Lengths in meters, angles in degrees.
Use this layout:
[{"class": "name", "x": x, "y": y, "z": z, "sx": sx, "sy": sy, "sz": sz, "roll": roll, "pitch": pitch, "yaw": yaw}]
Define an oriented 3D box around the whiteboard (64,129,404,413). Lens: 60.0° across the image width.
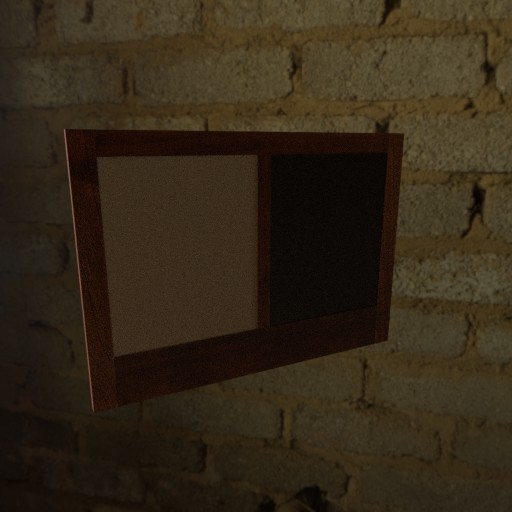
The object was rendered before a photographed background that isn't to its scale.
[{"class": "whiteboard", "x": 0.000, "y": 0.000, "z": 1.026, "sx": 0.768, "sy": 0.553, "sz": 0.083, "roll": -7, "pitch": 16, "yaw": -25}]
